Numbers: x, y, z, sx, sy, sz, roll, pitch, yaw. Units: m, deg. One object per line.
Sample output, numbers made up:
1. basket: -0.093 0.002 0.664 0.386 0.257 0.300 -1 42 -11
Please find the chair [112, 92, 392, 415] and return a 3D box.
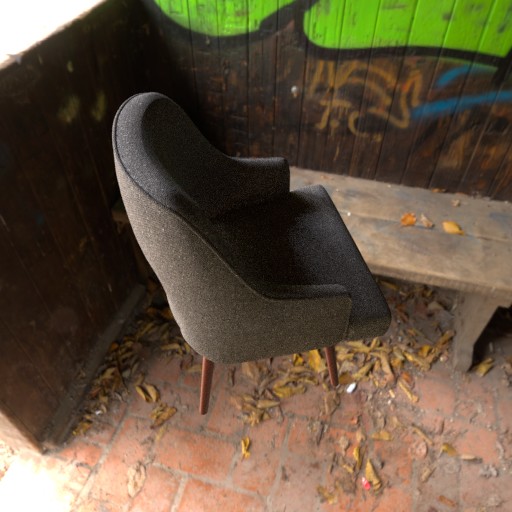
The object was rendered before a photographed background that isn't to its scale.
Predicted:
1. chair: 0.000 0.000 1.284 0.629 0.875 0.608 -9 47 -9
